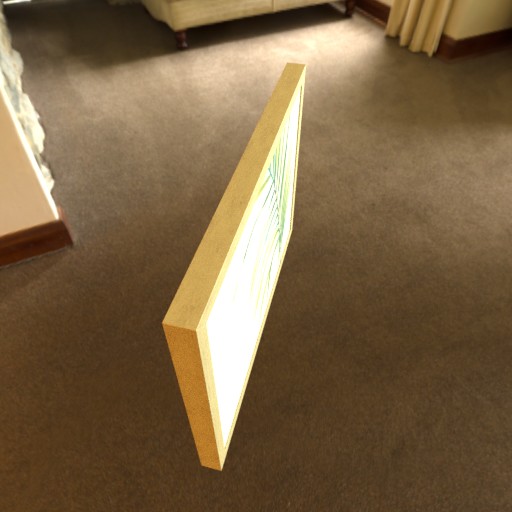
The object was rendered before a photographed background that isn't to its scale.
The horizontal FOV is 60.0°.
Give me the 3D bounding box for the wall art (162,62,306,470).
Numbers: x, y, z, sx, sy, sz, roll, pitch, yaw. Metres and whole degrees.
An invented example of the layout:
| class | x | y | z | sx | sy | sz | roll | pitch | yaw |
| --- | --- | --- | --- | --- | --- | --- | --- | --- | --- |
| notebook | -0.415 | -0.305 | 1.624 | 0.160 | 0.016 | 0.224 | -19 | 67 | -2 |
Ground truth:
| class | x | y | z | sx | sy | sz | roll | pitch | yaw |
| --- | --- | --- | --- | --- | --- | --- | --- | --- | --- |
| wall art | 0.000 | 0.000 | 0.699 | 0.032 | 0.380 | 0.532 | 11 | 48 | 10 |
